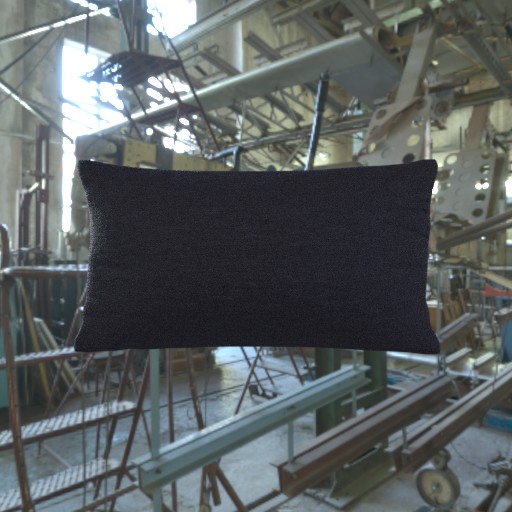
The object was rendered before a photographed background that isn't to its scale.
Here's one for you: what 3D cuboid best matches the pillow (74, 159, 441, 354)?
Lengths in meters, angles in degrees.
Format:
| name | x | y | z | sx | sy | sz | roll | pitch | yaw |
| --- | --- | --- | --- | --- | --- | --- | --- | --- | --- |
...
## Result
| name | x | y | z | sx | sy | sz | roll | pitch | yaw |
| --- | --- | --- | --- | --- | --- | --- | --- | --- | --- |
| pillow | 0.000 | 0.000 | 0.780 | 0.633 | 0.338 | 0.210 | 0 | 0 | 1 |
